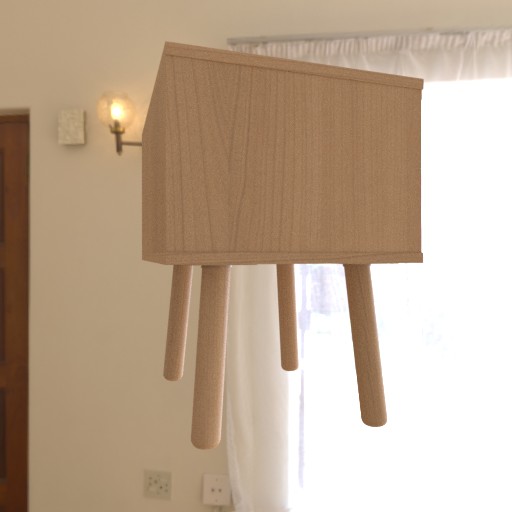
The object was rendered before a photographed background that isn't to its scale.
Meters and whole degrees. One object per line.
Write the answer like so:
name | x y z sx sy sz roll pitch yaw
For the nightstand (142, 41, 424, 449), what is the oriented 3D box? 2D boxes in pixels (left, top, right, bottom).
nightstand | 0.000 0.000 0.818 0.380 0.530 0.450 0 0 -18
